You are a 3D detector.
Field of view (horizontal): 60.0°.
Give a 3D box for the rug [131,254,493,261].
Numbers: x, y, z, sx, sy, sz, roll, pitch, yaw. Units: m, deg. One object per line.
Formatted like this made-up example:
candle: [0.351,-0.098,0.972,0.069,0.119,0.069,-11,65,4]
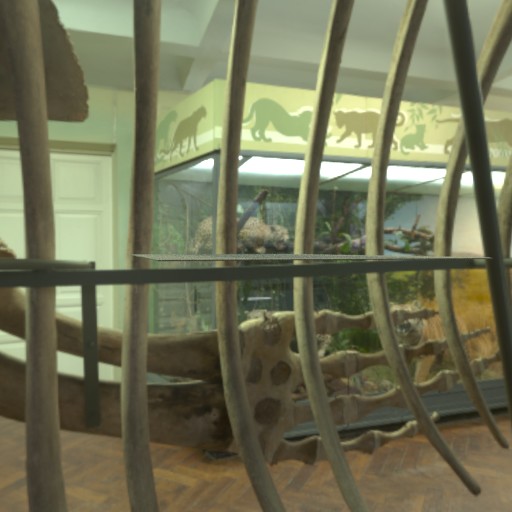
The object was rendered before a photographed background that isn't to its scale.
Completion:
rug: [0.000,0.000,3.000,1.541,0.008,2.448,0,1,-18]
